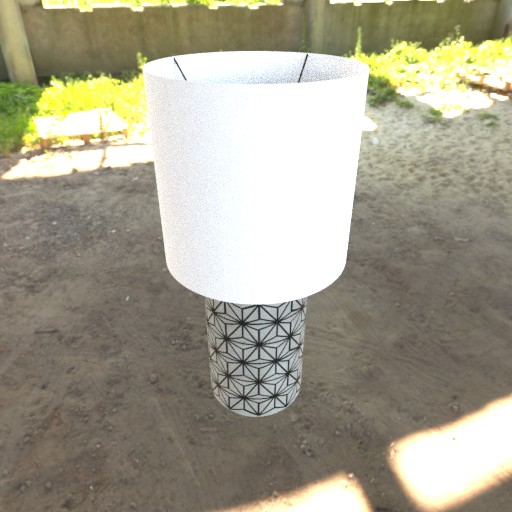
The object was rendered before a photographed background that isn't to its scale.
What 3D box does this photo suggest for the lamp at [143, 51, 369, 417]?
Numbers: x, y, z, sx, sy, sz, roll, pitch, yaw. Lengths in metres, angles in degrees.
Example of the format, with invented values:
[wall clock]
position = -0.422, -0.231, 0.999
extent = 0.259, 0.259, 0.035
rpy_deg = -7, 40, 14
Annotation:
[lamp]
position = 0.000, 0.000, 0.519
extent = 0.206, 0.416, 0.206
rpy_deg = 18, 35, 27
